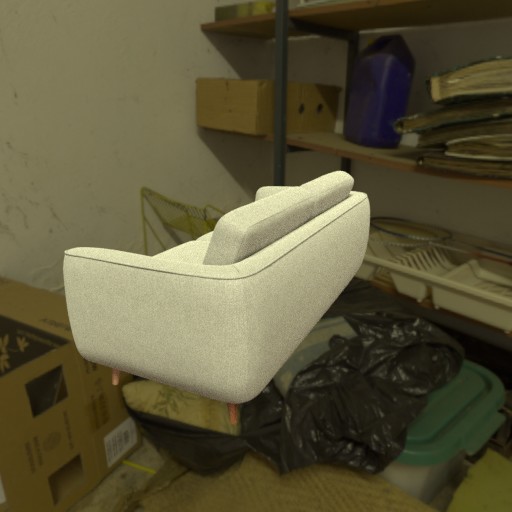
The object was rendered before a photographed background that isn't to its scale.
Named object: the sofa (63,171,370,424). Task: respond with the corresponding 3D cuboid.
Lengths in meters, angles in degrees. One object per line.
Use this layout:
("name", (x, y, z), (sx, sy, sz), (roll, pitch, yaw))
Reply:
("sofa", (0.000, 0.000, 2.517), (0.920, 0.850, 2.000), (8, 19, 25))
